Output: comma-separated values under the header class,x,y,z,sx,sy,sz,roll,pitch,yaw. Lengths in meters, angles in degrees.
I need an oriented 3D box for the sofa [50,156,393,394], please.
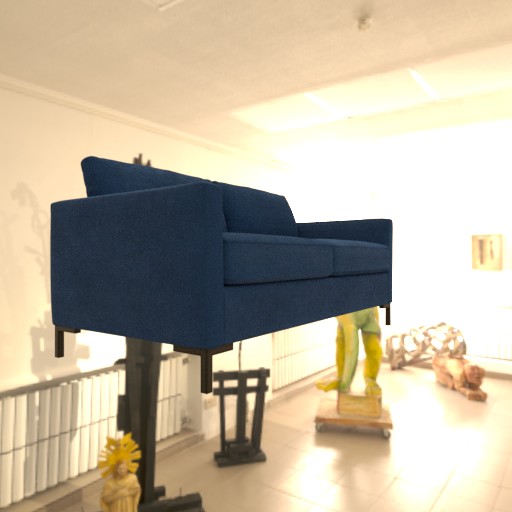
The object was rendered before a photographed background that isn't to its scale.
class,x,y,z,sx,sy,sz,roll,pitch,yaw
sofa,0.000,0.000,2.194,0.875,0.817,1.676,0,0,36
